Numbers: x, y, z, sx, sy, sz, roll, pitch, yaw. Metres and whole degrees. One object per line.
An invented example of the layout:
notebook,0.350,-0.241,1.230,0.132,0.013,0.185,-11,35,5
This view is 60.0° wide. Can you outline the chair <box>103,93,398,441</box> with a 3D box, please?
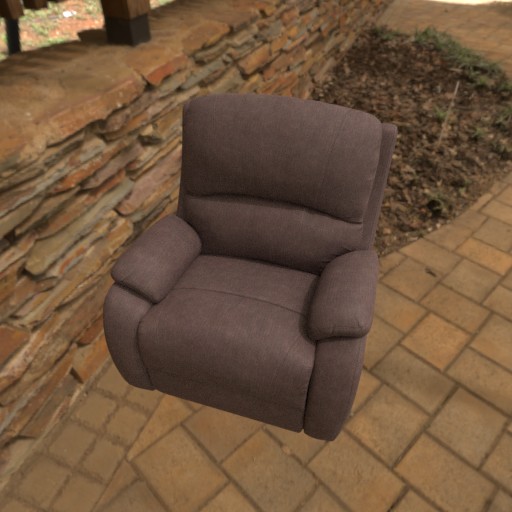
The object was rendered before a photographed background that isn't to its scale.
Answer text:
chair,0.000,0.000,1.718,0.930,1.011,0.899,11,42,13
